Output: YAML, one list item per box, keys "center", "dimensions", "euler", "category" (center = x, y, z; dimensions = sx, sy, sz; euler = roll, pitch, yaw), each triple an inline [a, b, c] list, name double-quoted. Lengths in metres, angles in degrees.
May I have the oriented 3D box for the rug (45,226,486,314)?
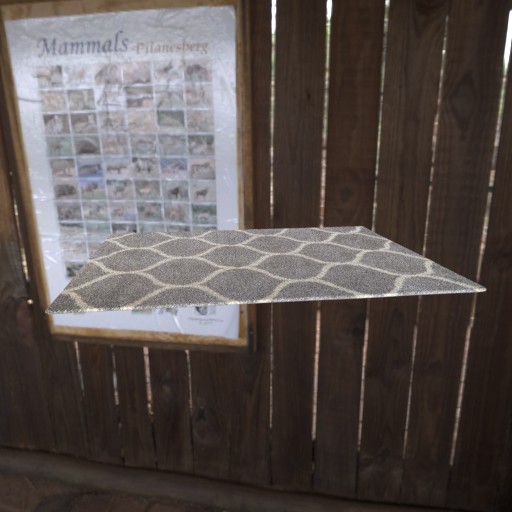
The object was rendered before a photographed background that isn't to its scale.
- center: [0.000, 0.000, 4.092]
  dimensions: [3.000, 0.026, 2.399]
  euler: [-2, 15, -8]
  category: "rug"
